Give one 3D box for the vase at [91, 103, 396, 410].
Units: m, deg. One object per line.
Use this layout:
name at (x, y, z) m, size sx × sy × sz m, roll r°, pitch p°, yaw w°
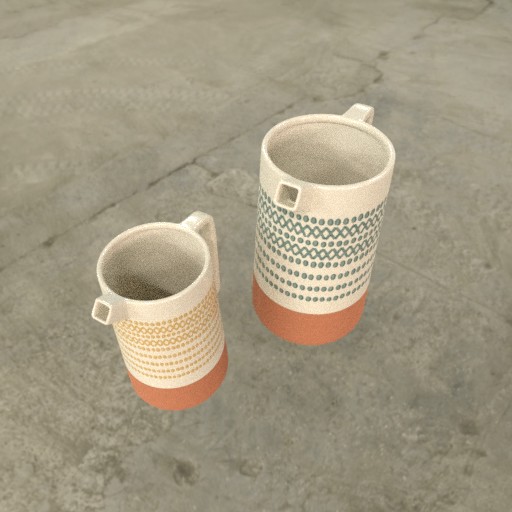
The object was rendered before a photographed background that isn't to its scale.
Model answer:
vase at (0.000, 0.000, 0.473) m, size 0.326 × 0.247 × 0.168 m, roll -15°, pitch 49°, yaw -14°
